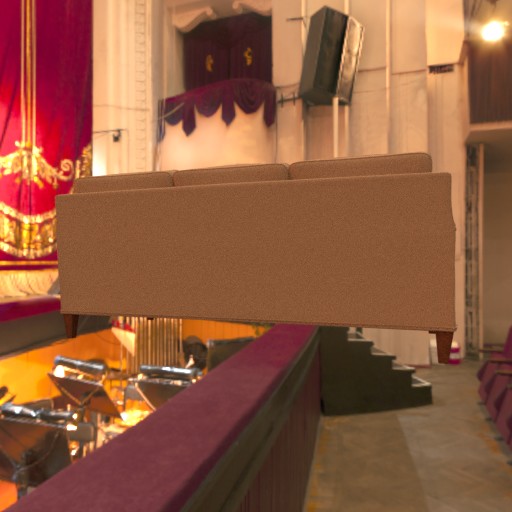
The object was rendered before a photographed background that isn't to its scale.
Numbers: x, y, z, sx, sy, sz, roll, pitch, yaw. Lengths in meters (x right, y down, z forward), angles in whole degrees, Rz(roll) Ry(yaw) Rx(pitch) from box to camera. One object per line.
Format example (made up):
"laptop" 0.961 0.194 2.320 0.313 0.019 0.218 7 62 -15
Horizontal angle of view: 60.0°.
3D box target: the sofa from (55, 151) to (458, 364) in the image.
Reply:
"sofa" 0.000 0.000 2.769 2.246 1.003 1.084 0 -1 19
